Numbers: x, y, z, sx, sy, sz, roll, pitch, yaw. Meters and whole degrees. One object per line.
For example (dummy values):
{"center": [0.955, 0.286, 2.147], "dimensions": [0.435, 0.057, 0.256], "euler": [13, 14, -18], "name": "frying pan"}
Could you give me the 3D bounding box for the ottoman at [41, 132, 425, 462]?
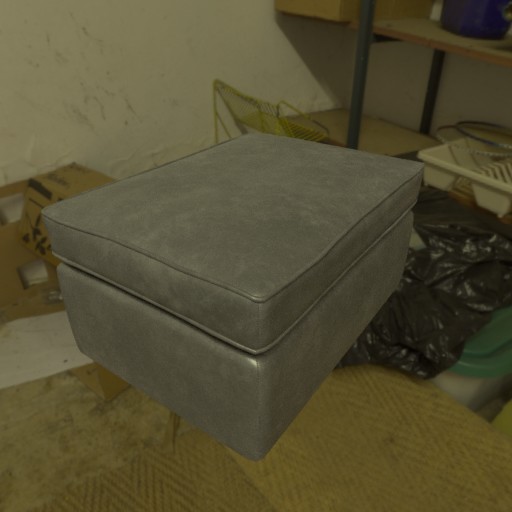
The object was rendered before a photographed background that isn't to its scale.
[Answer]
{"center": [0.000, 0.000, 1.095], "dimensions": [0.554, 0.445, 0.756], "euler": [20, 35, 30], "name": "ottoman"}
